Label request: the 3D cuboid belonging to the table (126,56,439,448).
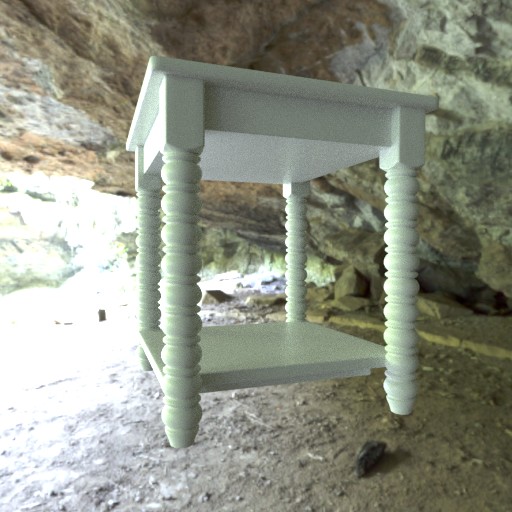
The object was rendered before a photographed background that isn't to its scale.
[{"bbox_3d":[0.000,0.000,0.946,0.500,0.563,0.533,0,1,-20],"label":"table"}]
